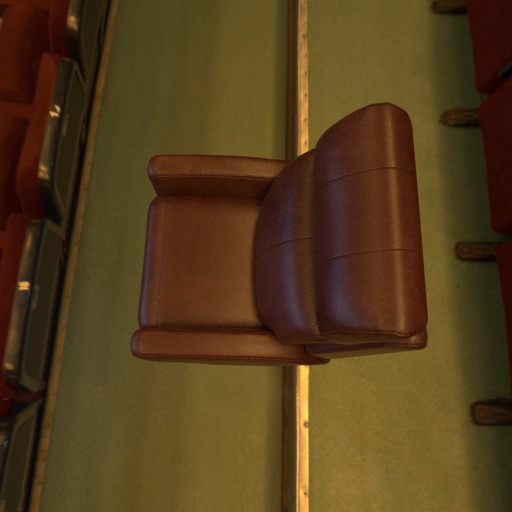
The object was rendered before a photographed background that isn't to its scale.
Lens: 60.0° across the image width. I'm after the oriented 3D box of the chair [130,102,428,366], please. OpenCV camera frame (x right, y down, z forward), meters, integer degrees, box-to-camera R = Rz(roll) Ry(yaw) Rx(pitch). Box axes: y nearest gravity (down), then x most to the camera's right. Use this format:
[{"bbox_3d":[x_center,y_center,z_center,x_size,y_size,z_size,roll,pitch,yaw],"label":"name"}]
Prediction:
[{"bbox_3d":[0.000,0.000,1.661,0.939,1.016,0.787,1,74,0],"label":"chair"}]
